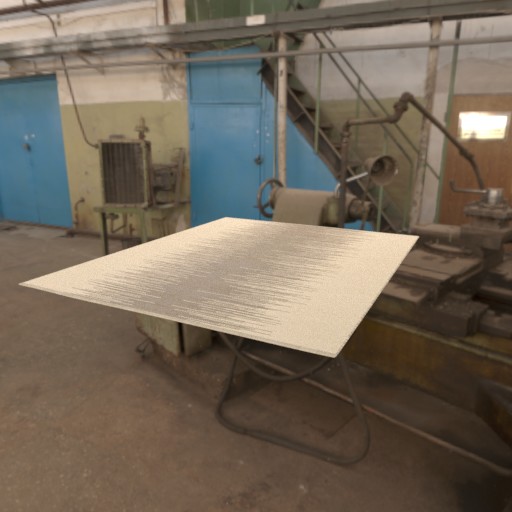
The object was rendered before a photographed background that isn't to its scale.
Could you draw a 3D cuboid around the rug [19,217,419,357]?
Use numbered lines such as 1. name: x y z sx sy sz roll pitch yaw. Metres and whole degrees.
1. rug: 0.000 0.000 4.072 2.453 0.010 3.037 8 18 26
